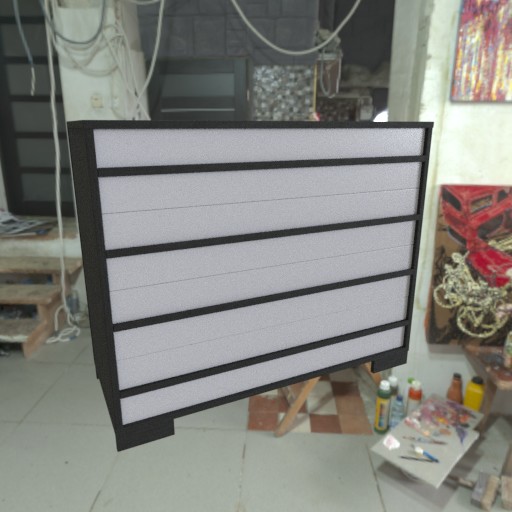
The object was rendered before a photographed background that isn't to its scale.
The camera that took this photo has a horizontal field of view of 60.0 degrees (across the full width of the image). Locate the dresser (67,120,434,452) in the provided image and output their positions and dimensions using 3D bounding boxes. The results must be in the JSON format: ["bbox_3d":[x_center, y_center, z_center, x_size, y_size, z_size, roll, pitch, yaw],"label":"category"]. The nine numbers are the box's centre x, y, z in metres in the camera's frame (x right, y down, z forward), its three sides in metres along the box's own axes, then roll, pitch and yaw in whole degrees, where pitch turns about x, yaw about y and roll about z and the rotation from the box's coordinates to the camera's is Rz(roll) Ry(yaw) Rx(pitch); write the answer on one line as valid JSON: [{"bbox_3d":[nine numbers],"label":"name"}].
[{"bbox_3d":[0.000,0.000,1.405,0.994,0.816,0.404,-8,18,-25],"label":"dresser"}]
